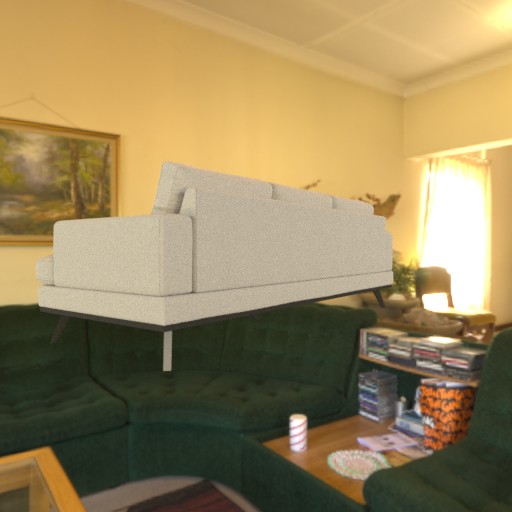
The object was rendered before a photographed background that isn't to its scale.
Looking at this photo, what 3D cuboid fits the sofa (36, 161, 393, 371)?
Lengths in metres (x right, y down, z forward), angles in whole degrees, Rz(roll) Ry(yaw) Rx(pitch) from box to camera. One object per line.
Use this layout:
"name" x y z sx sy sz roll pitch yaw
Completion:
"sofa" 0.000 0.000 2.751 0.920 0.810 2.310 1 1 37
